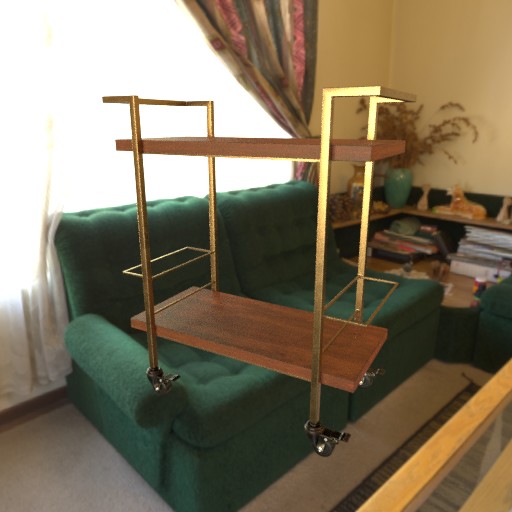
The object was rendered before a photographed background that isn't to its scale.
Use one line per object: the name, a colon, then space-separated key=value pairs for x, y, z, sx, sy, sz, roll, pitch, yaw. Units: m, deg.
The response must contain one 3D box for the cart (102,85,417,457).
cart: x=0.000 y=0.000 z=1.184 sx=0.695 sy=0.807 sz=0.364 roll=9 pitch=19 yaw=28
